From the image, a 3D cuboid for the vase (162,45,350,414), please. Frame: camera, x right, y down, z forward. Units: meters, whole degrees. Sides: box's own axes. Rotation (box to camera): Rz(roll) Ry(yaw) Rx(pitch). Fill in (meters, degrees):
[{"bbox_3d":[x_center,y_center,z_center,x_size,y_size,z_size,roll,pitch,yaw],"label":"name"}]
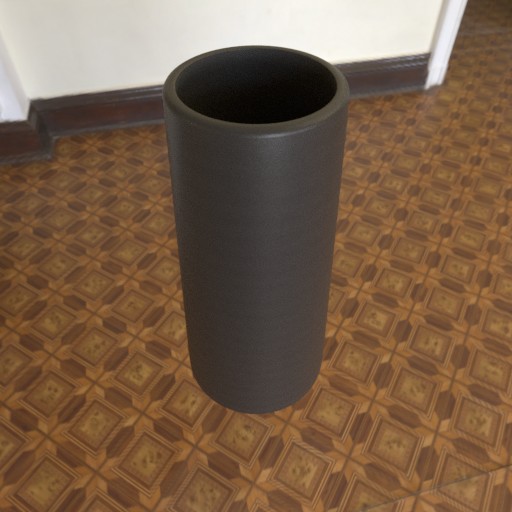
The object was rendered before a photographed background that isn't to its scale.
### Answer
[{"bbox_3d":[0.000,0.000,0.355,0.136,0.289,0.136,-1,47,-1],"label":"vase"}]
